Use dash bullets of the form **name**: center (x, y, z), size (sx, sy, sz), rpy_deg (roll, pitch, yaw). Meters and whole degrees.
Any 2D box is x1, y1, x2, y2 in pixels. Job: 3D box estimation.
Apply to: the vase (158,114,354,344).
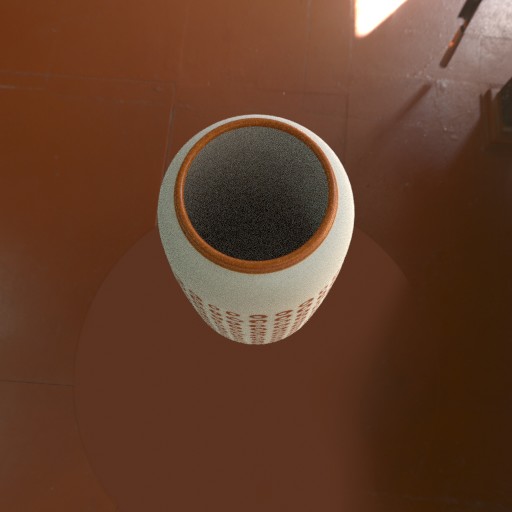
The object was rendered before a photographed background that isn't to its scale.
- **vase**: center (0.000, 0.000, 0.361), size (0.133, 0.282, 0.133), rpy_deg (0, 76, 0)
